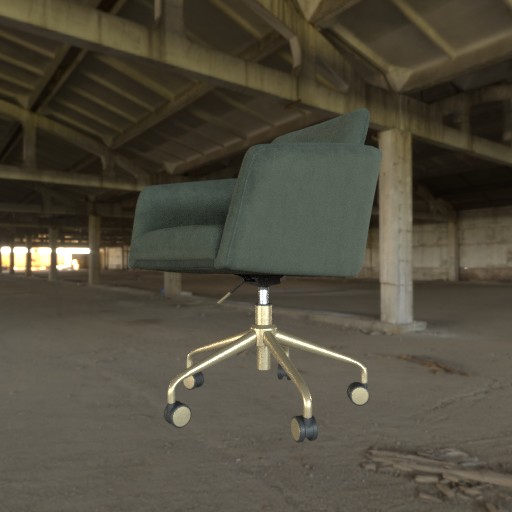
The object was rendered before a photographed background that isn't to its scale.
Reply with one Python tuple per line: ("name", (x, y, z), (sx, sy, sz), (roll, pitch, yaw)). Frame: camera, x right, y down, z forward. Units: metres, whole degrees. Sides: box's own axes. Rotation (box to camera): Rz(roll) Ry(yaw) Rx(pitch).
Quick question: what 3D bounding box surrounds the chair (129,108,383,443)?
("chair", (0.000, 0.000, 1.346), (0.635, 0.908, 0.641), (0, -1, -37))
